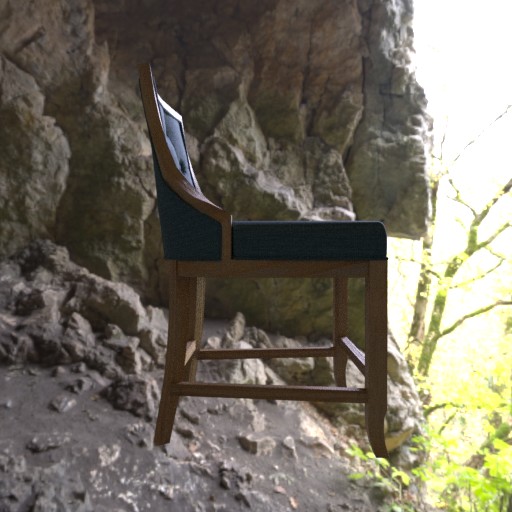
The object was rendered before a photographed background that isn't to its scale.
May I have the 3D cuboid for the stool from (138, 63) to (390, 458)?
[{"bbox_3d":[0.000,0.000,1.286,0.626,0.938,0.524,0,1,1],"label":"stool"}]
